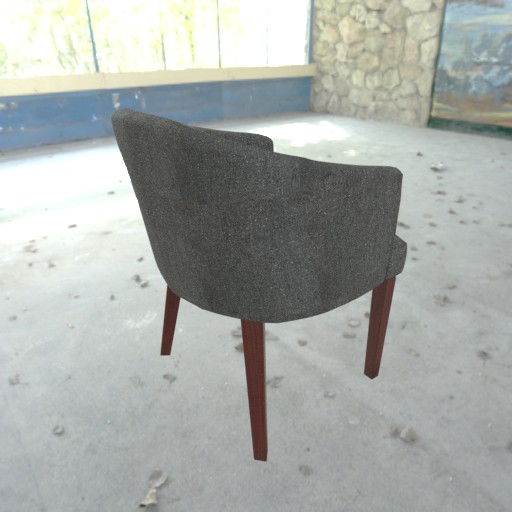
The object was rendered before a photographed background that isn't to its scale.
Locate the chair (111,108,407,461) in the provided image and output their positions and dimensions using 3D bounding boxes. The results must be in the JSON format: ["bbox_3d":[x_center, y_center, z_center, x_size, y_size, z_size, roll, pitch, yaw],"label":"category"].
[{"bbox_3d":[0.000,0.000,1.218,0.655,0.811,0.583,-18,31,-33],"label":"chair"}]
